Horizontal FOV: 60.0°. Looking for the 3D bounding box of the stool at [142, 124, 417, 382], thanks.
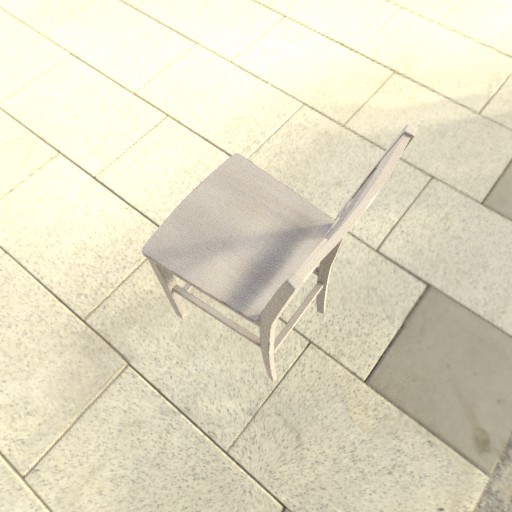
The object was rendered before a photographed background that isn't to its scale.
[{"bbox_3d":[0.000,0.000,1.402,0.539,1.079,0.462,34,68,16],"label":"stool"}]
